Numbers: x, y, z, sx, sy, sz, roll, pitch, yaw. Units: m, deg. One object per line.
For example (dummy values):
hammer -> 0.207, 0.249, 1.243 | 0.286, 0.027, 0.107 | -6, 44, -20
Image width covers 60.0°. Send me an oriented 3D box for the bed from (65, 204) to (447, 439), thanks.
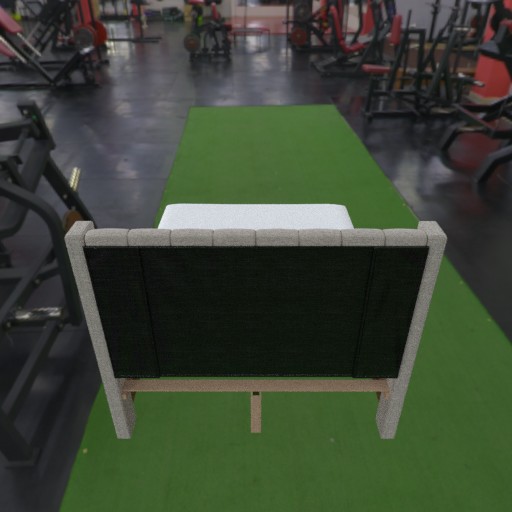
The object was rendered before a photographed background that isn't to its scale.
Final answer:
bed -> 0.000, 0.000, 3.801 | 2.044, 1.748, 2.372 | 0, 32, 0
